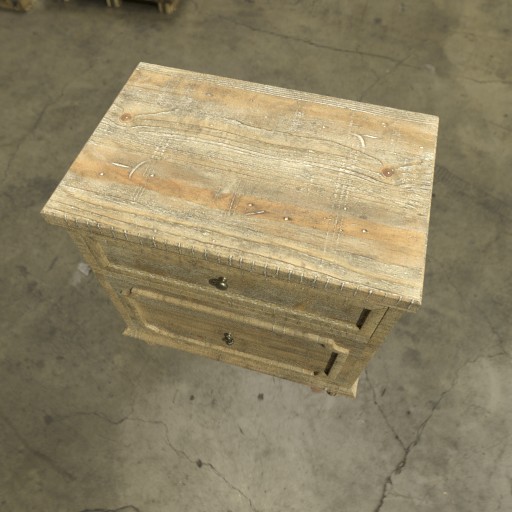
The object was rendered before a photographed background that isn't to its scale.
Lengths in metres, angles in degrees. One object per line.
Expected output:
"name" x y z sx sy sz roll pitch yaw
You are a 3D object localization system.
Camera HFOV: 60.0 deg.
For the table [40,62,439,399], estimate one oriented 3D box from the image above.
"table" 0.000 0.000 1.165 0.686 0.711 0.457 13 60 8
